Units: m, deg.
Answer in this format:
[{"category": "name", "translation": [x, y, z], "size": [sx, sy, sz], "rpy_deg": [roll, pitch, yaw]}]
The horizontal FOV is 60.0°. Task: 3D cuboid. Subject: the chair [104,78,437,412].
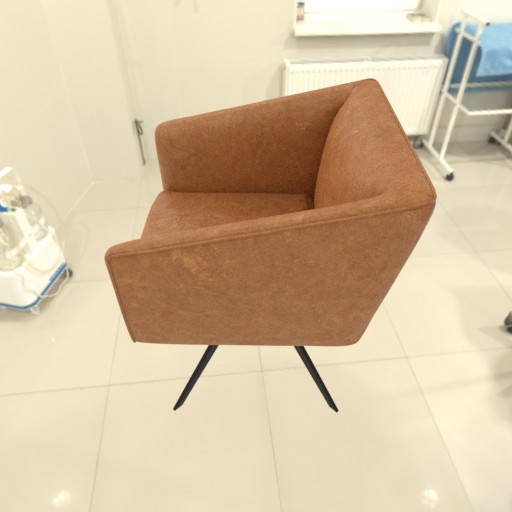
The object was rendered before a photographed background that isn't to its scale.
[{"category": "chair", "translation": [0.000, 0.000, 1.205], "size": [0.625, 0.760, 0.588], "rpy_deg": [0, 42, 0]}]
